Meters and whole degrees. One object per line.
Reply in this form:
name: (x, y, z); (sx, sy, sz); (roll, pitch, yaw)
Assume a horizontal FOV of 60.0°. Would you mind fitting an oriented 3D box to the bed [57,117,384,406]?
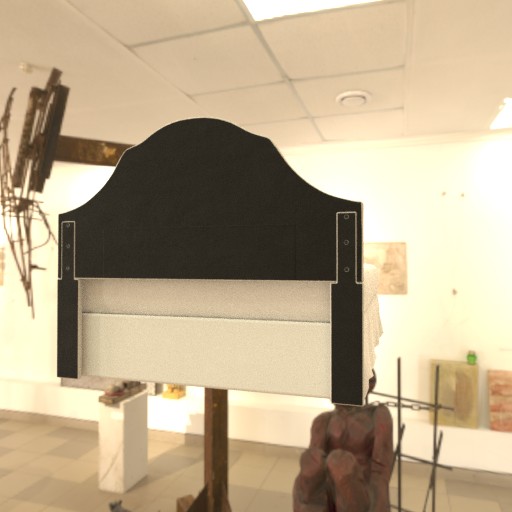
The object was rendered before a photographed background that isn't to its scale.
bed: (0.000, 0.000, 3.792); (2.039, 1.617, 2.477); (0, -1, 17)
